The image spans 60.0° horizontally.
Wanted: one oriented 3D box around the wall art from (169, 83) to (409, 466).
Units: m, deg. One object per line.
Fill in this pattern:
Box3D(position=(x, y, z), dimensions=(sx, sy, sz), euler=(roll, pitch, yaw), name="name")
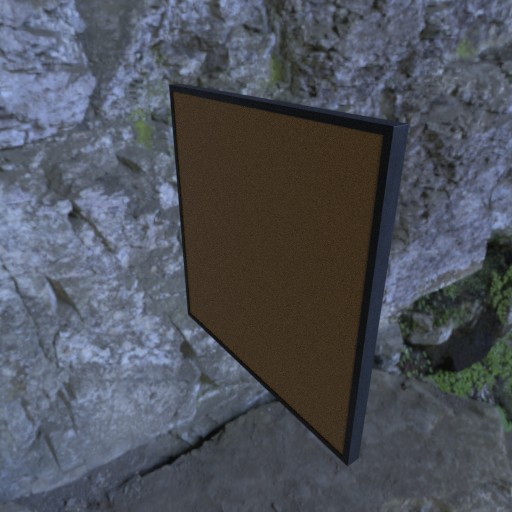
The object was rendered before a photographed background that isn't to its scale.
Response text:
Box3D(position=(0.000, 0.000, 1.131), dimensions=(0.039, 0.763, 0.763), euler=(-18, 32, -32), name="wall art")
